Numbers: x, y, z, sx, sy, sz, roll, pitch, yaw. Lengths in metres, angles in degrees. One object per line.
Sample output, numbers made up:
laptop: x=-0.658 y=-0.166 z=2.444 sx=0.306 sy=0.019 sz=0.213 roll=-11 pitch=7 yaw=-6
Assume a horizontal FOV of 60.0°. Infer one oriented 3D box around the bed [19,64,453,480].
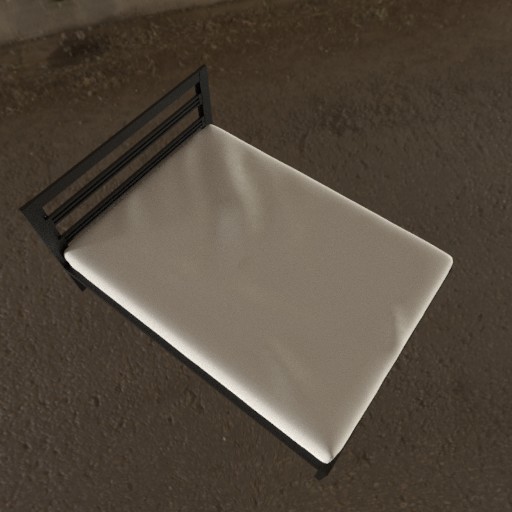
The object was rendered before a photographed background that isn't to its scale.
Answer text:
bed: x=0.000 y=0.000 z=2.783 sx=2.062 sy=0.967 sz=1.524 roll=33 pitch=65 yaw=18
